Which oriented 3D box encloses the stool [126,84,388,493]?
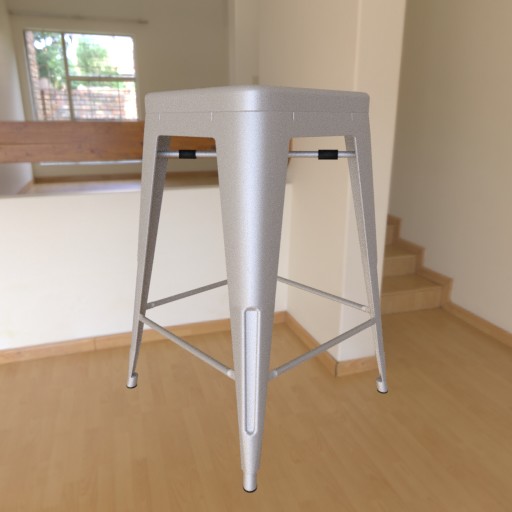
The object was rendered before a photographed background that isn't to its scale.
[{"bbox_3d":[0.000,0.000,0.879,0.410,0.608,0.410,-15,23,-41],"label":"stool"}]
